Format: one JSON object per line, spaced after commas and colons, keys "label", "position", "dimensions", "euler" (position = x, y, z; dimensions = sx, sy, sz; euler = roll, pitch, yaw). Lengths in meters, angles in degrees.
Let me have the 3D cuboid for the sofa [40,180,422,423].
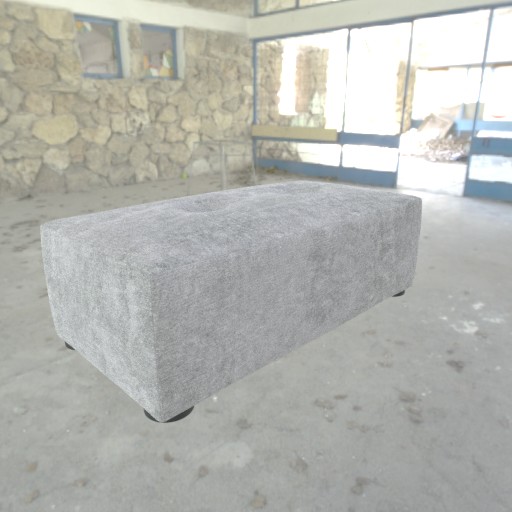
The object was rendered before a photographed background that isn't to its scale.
{"label": "sofa", "position": [0.000, 0.000, 1.175], "dimensions": [0.930, 0.330, 0.480], "euler": [-17, 25, -42]}
